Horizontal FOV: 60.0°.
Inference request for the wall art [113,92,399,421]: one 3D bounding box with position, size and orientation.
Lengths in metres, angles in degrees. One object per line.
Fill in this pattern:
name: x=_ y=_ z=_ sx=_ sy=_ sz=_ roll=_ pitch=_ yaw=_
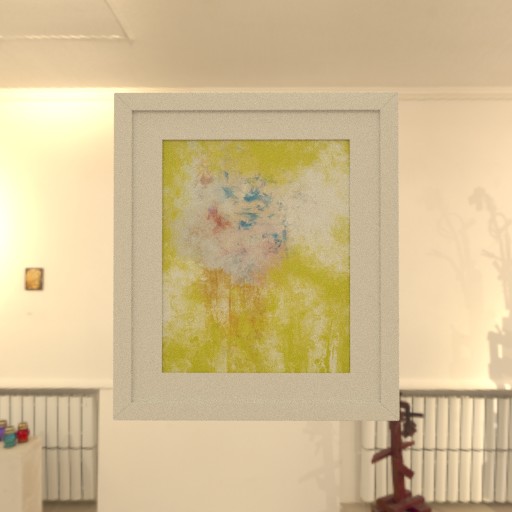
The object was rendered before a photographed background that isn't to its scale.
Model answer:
wall art: x=0.000 y=0.000 z=0.527 sx=0.331 sy=0.381 sz=0.028 roll=0 pitch=-1 yaw=0
